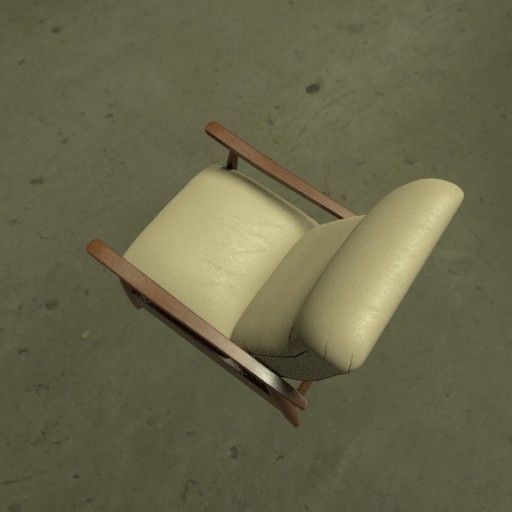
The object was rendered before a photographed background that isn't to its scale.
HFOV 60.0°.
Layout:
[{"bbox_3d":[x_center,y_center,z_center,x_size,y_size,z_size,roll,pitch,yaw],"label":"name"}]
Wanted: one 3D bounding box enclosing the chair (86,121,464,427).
[{"bbox_3d":[0.000,0.000,1.713,1.014,1.082,0.762,33,69,15],"label":"chair"}]
